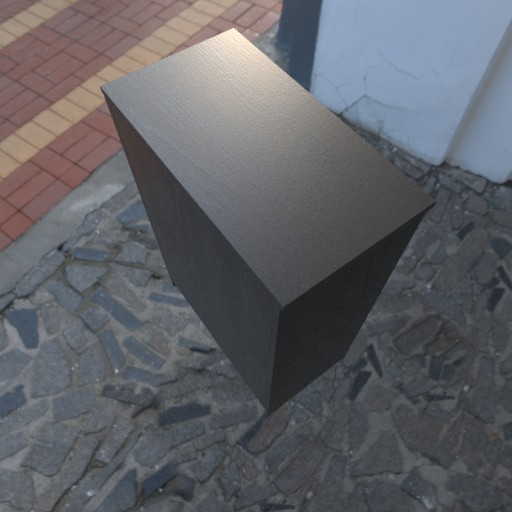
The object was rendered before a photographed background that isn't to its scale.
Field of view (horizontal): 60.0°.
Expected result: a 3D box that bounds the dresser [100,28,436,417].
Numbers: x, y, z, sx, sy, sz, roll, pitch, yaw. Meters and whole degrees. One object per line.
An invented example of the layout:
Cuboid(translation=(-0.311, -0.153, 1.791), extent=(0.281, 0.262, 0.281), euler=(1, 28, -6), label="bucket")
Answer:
Cuboid(translation=(0.000, 0.000, 1.399), extent=(0.398, 1.020, 0.700), euler=(-32, 65, -17), label="dresser")
